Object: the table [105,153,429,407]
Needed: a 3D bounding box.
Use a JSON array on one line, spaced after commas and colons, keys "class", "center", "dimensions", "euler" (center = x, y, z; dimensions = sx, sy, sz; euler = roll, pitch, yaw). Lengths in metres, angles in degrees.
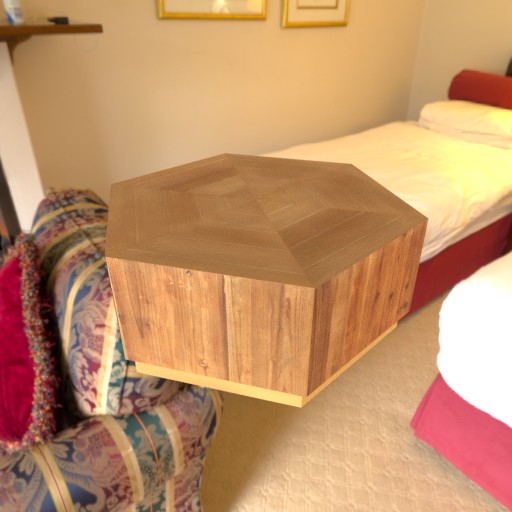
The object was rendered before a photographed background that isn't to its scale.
[{"class": "table", "center": [0.000, 0.000, 1.673], "dimensions": [1.154, 0.456, 1.000], "euler": [8, 31, 14]}]
